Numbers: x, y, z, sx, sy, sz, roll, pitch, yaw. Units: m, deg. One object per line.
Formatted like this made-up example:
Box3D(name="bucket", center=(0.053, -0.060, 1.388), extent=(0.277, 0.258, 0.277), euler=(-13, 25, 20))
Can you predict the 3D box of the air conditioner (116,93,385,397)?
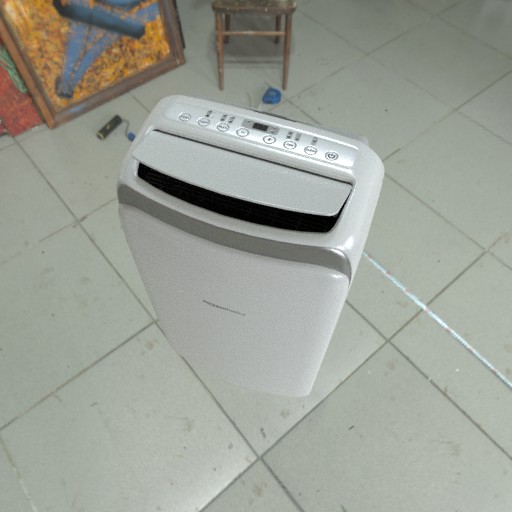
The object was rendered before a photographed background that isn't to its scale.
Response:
Box3D(name="air conditioner", center=(0.000, 0.000, 1.057), extent=(0.449, 0.786, 0.414), euler=(18, 60, 11))
